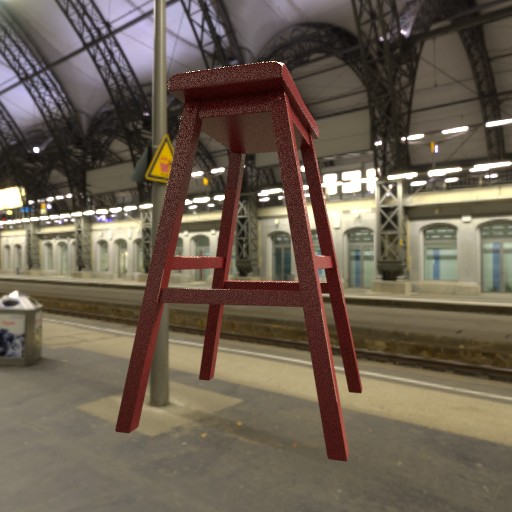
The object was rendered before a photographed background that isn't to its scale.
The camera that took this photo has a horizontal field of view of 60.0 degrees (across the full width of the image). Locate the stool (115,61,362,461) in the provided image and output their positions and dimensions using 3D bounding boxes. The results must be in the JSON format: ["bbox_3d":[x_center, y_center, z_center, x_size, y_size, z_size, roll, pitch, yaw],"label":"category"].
[{"bbox_3d":[0.000,0.000,1.077,0.476,0.737,0.457,0,-1,17],"label":"stool"}]
